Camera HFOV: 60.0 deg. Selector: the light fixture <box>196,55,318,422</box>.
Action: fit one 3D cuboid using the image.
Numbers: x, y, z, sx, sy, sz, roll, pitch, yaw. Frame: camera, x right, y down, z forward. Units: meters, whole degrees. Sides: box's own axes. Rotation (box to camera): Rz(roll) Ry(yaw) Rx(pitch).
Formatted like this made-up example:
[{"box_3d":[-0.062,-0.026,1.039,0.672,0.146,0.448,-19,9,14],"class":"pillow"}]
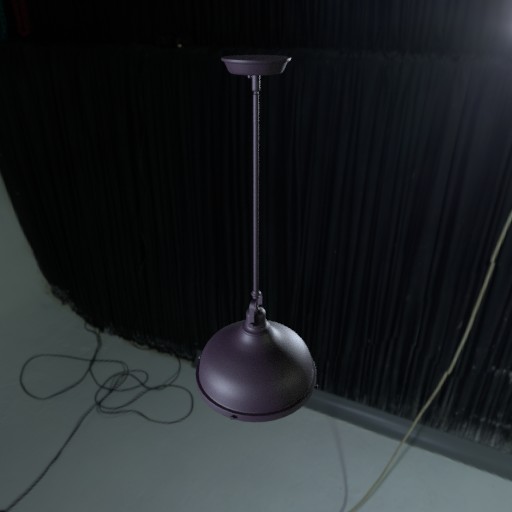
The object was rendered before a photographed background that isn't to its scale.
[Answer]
[{"box_3d":[0.000,0.000,1.035,0.341,0.849,0.341,10,30,18],"class":"light fixture"}]
